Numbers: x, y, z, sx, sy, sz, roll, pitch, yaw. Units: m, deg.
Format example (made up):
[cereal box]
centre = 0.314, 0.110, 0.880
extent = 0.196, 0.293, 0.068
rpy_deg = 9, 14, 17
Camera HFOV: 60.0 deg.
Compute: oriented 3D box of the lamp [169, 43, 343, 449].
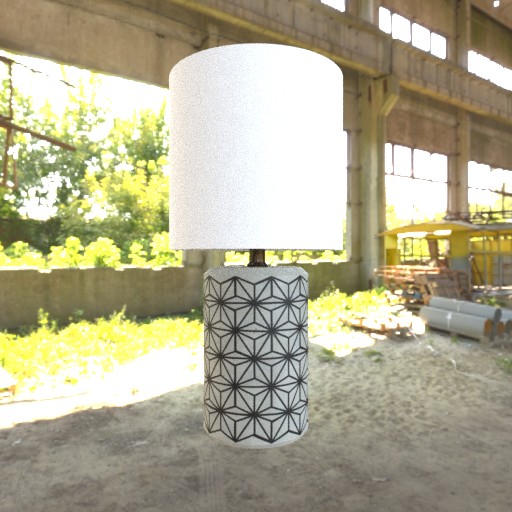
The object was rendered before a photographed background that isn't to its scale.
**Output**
[lamp]
centre = 0.000, 0.000, 0.536
extent = 0.206, 0.416, 0.206
rpy_deg = 0, 0, 20
